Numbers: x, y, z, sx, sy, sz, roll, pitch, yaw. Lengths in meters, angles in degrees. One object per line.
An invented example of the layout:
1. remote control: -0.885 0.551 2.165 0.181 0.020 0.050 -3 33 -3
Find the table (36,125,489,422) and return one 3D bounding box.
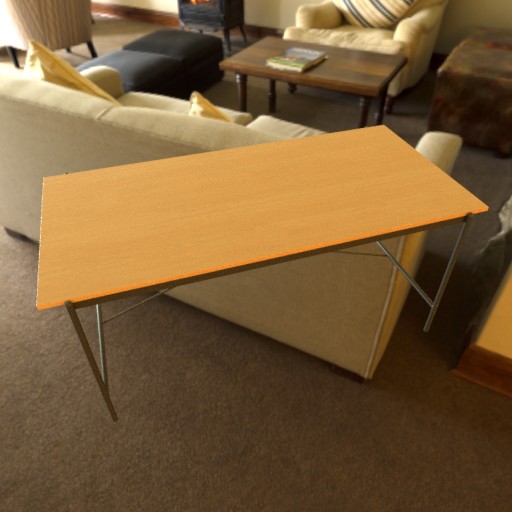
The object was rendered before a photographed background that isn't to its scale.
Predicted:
1. table: 0.000 0.000 2.220 1.800 0.758 0.900 -12 42 -14
